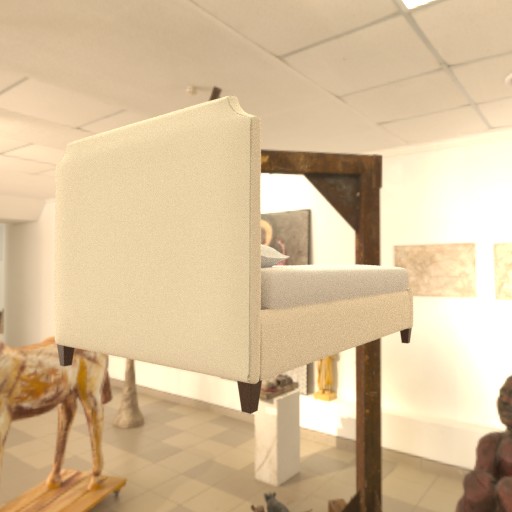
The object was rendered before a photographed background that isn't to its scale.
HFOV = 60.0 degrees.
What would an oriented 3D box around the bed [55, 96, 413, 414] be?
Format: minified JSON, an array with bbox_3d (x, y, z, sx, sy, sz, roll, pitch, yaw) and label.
[{"bbox_3d":[0.000,0.000,3.434,1.712,1.497,2.372,-1,-1,37],"label":"bed"}]
